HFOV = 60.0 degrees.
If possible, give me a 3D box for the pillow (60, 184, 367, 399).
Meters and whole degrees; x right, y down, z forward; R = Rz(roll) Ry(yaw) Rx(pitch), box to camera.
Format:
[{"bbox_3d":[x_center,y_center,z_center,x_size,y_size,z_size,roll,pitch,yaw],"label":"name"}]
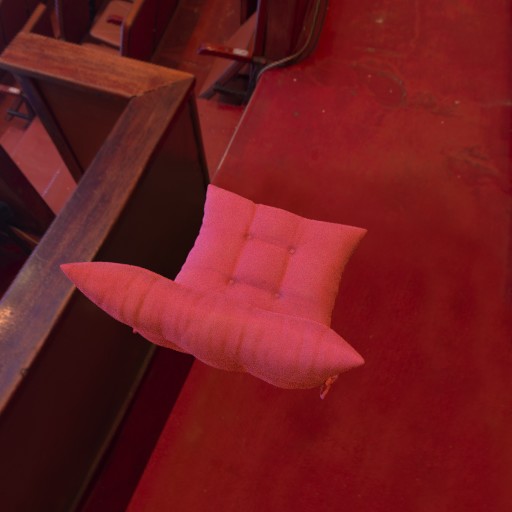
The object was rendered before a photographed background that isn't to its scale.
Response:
[{"bbox_3d":[0.000,0.000,1.023,0.541,0.536,0.585,17,64,8],"label":"pillow"}]
